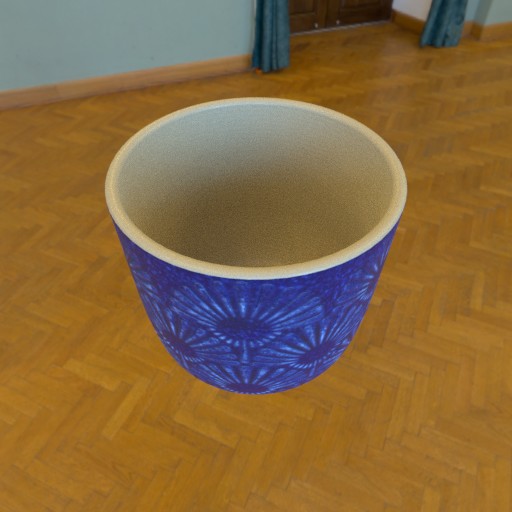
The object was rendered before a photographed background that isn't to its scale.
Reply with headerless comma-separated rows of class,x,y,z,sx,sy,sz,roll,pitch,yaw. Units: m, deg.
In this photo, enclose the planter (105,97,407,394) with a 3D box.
planter,0.000,0.000,0.224,0.124,0.109,0.124,0,46,0
